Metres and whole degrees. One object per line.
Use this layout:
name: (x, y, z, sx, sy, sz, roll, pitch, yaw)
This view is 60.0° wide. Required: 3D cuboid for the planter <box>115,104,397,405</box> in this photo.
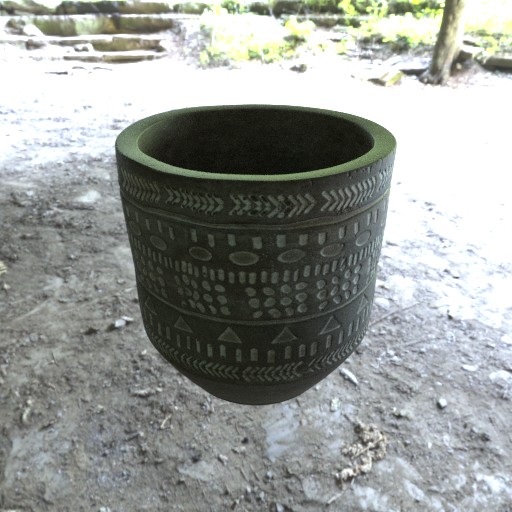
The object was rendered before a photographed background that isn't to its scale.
planter: (0.000, 0.000, 0.266, 0.142, 0.149, 0.142, 0, 31, 0)
